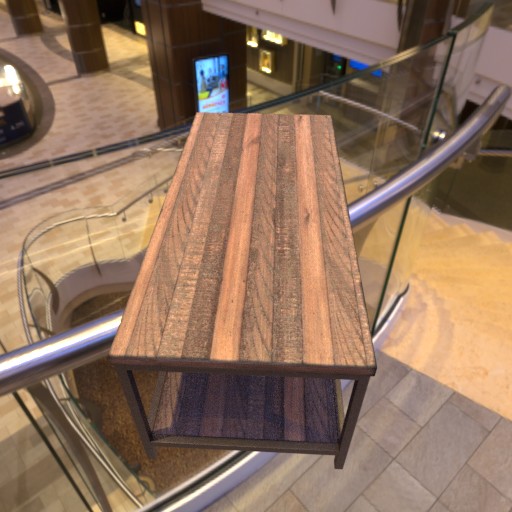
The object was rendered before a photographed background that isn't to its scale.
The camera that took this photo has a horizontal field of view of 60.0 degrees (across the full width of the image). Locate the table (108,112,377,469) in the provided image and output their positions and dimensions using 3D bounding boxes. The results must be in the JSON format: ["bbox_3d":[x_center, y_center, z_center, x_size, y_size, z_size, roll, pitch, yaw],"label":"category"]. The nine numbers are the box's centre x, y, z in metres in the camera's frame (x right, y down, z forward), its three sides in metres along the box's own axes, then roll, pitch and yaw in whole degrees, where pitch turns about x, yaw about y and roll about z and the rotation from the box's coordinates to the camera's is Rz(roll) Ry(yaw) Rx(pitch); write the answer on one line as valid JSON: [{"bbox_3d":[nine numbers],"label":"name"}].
[{"bbox_3d":[0.000,0.000,1.243,0.452,0.399,0.990,2,41,2],"label":"table"}]
